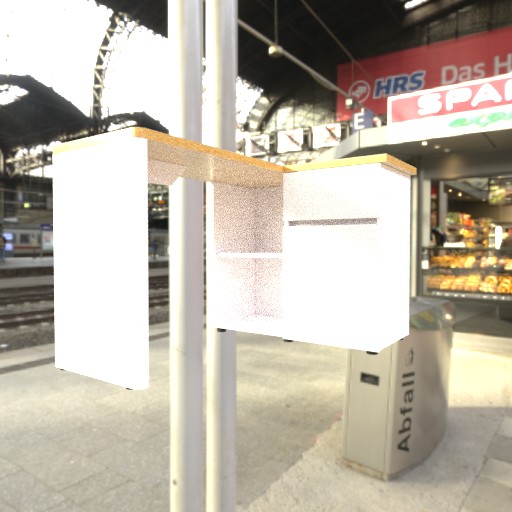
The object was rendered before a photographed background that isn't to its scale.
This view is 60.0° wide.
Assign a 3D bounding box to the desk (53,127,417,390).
[{"bbox_3d":[0.000,0.000,1.739,0.900,0.760,1.170,1,2,35],"label":"desk"}]
